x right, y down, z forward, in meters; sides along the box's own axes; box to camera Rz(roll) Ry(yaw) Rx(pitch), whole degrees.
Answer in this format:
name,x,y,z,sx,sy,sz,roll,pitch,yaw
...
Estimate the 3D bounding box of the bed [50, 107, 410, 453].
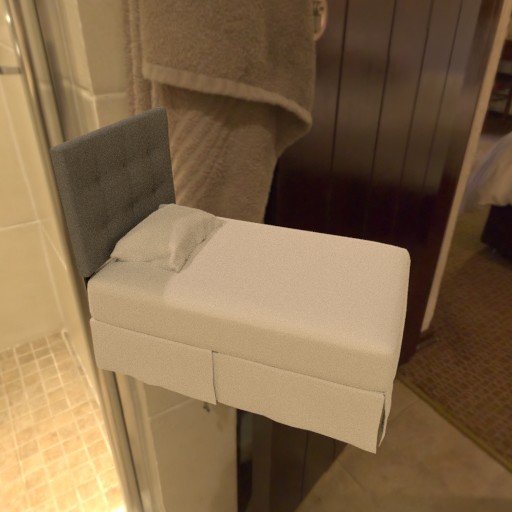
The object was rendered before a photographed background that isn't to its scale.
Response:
name,x,y,z,sx,sy,sz,roll,pitch,yaw
bed,0.000,0.000,2.937,1.997,1.571,1.261,10,32,17
